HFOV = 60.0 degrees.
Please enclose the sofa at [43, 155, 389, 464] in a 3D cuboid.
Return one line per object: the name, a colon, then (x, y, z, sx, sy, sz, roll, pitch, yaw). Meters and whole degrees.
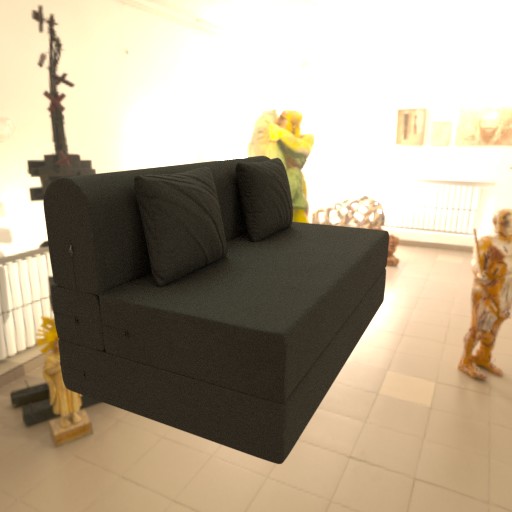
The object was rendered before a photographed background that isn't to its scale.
sofa: (0.000, 0.000, 1.671, 0.762, 0.670, 1.225, 8, 18, 26)
